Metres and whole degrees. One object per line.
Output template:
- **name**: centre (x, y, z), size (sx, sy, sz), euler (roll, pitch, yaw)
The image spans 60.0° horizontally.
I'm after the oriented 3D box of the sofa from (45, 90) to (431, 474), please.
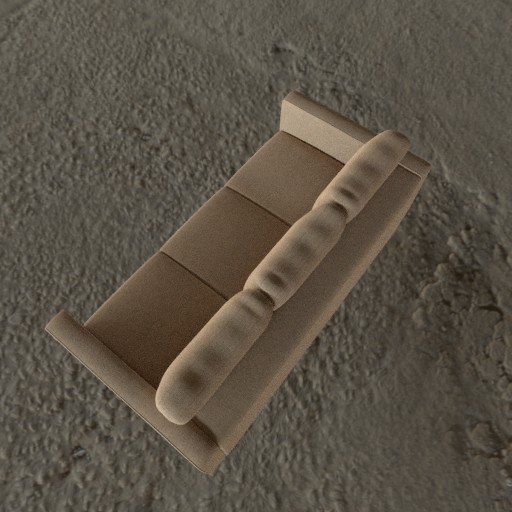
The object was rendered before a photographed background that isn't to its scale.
- **sofa**: centre (0.000, 0.000, 2.296), size (0.930, 0.800, 1.855), euler (35, 68, 17)
